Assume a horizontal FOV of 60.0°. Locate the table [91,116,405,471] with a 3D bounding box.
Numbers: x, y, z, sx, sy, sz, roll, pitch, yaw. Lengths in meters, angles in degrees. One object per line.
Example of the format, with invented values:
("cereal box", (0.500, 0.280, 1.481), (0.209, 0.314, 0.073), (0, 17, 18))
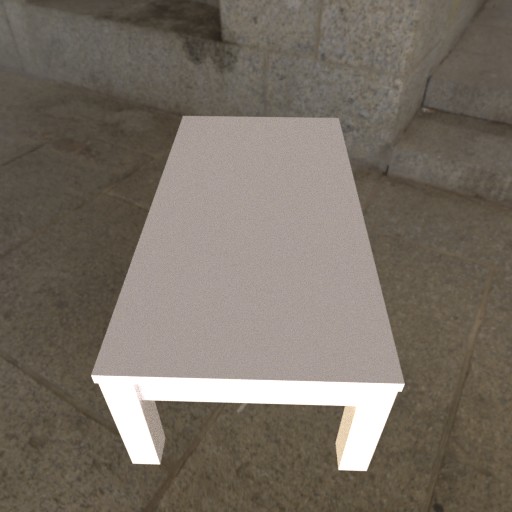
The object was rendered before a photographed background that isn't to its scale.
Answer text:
("table", (0.000, 0.000, 1.646), (0.700, 0.470, 1.350), (1, 42, 1))
